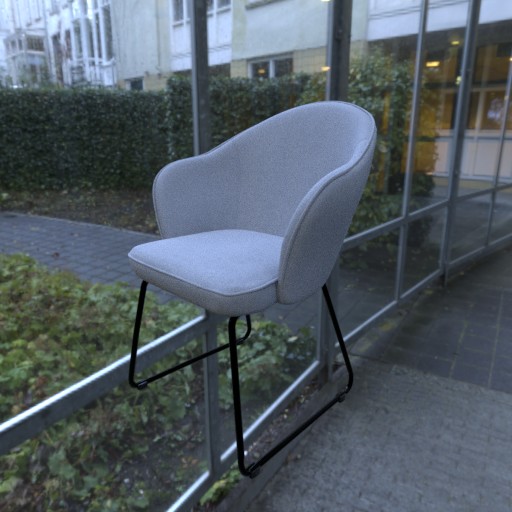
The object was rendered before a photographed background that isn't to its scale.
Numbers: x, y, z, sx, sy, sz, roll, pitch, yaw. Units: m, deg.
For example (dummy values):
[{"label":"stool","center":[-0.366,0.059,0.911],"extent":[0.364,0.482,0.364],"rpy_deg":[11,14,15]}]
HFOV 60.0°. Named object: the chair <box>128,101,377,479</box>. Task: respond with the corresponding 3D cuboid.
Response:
[{"label":"chair","center":[0.000,0.000,1.210],"extent":[0.570,0.817,0.592],"rpy_deg":[16,23,42]}]
